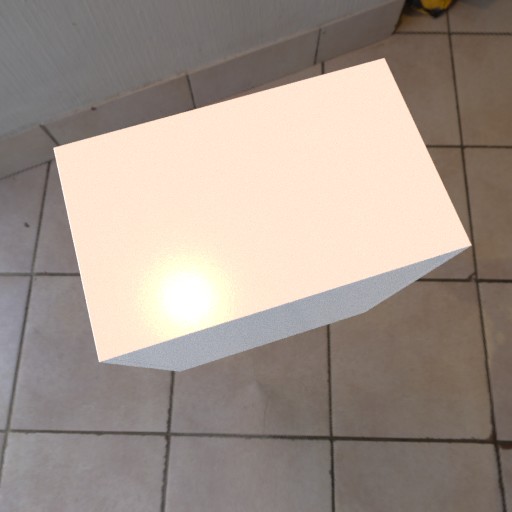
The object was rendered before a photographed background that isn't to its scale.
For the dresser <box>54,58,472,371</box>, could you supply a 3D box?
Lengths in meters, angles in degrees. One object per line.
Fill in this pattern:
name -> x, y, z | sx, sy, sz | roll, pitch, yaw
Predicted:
dresser -> 0.000, 0.000, 1.169 | 0.650, 0.800, 0.400 | -17, 75, -5
